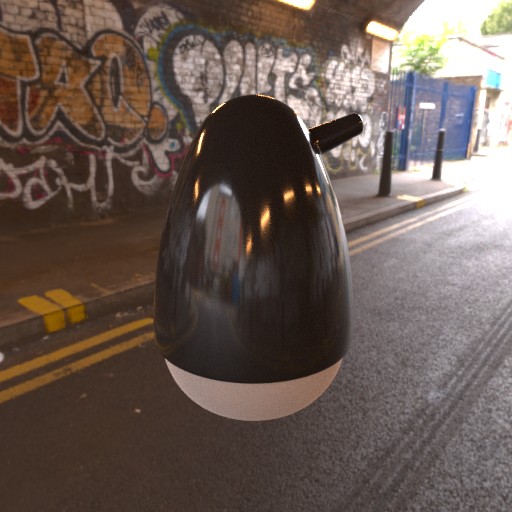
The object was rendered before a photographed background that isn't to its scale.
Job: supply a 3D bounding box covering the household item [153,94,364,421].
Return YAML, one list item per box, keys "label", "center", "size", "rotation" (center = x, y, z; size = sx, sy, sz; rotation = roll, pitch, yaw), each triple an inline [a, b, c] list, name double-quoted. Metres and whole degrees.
- label: "household item"
  center: [0.000, 0.000, 0.221]
  size: [0.104, 0.152, 0.102]
  rotation: [-3, 16, -10]
